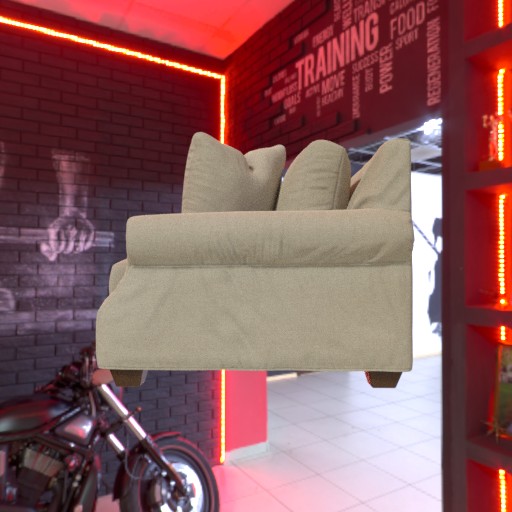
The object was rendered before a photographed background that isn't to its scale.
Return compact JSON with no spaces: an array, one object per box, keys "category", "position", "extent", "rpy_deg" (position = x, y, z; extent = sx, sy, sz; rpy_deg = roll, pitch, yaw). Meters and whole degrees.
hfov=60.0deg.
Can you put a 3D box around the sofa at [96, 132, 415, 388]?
[{"category":"sofa","position":[0.000,0.000,2.160],"extent":[1.070,0.905,1.550],"rpy_deg":[0,-1,1]}]
